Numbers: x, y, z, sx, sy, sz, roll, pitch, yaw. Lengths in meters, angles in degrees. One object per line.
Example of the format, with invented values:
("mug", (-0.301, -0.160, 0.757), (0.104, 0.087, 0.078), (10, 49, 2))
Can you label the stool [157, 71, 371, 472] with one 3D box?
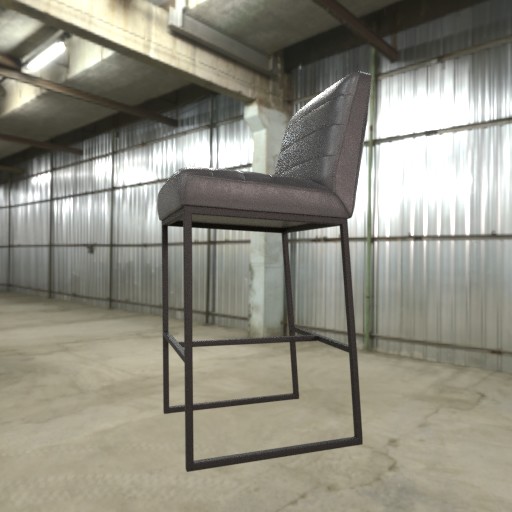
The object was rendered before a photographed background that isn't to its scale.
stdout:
("stool", (0.000, 0.000, 1.353), (0.552, 1.040, 0.457), (0, 0, -19))
